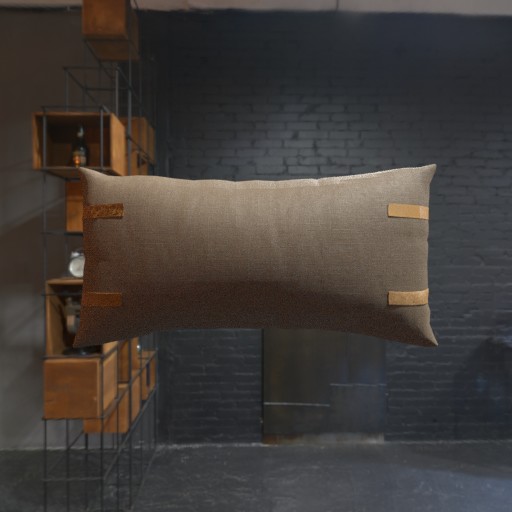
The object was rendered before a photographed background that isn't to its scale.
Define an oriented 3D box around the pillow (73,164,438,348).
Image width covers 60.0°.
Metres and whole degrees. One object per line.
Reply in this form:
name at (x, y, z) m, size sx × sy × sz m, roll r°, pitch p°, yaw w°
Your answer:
pillow at (0.000, 0.000, 0.742) m, size 0.612 × 0.308 × 0.148 m, roll 0°, pitch 1°, yaw 0°
